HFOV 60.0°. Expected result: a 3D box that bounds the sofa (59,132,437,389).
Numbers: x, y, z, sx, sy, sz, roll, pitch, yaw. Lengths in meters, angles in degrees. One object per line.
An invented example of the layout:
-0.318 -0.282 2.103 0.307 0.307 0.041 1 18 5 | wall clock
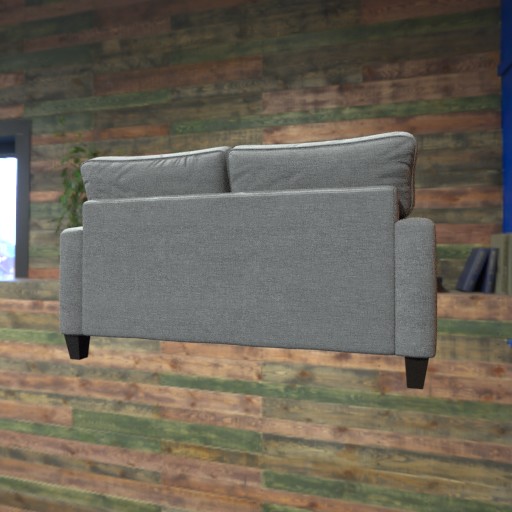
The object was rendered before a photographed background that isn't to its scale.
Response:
0.000 0.000 2.245 1.651 0.965 0.965 0 0 18 | sofa
